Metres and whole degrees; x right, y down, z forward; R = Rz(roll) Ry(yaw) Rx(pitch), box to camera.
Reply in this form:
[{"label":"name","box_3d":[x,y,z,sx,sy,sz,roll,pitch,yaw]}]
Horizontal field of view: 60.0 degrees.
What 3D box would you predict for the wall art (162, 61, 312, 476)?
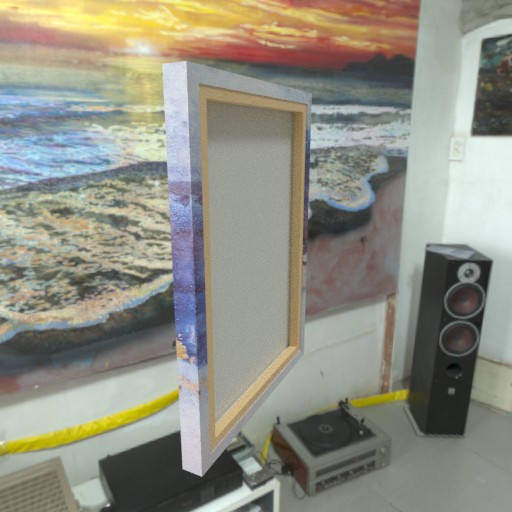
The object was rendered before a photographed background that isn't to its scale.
[{"label":"wall art","box_3d":[0.000,0.000,0.790,0.036,0.581,0.437,7,17,25]}]
